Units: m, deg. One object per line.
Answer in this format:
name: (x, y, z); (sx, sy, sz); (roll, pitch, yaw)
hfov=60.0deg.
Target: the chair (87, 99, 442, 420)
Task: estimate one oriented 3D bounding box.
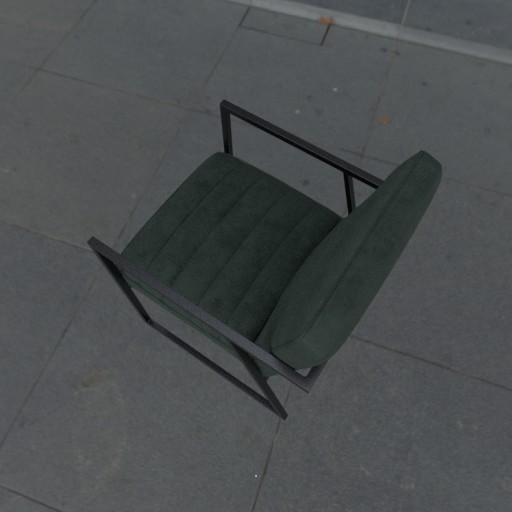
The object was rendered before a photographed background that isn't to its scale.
chair: (0.000, 0.000, 1.290); (0.677, 0.833, 0.571); (31, 68, 15)
